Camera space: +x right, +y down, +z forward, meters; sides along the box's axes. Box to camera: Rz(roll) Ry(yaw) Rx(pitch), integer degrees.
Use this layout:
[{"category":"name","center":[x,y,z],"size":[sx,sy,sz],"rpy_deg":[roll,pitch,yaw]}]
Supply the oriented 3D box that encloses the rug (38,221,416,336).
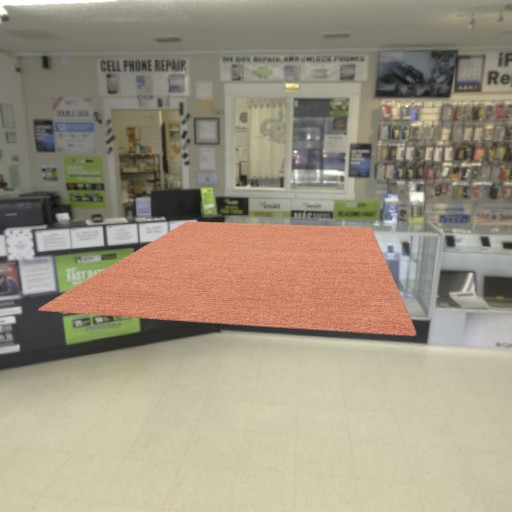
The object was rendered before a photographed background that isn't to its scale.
[{"category":"rug","center":[0.000,0.000,2.804],"size":[1.594,0.009,2.112],"rpy_deg":[2,15,9]}]
